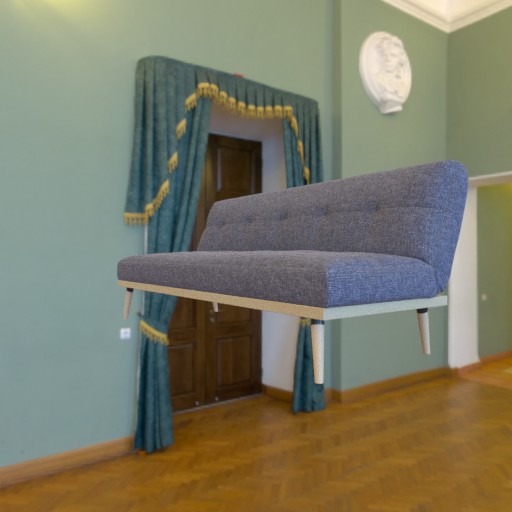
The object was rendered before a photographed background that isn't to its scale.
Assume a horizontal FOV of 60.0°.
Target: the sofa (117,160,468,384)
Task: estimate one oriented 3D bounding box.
[{"bbox_3d":[0.000,0.000,2.252,0.820,0.770,1.820,0,0,-36],"label":"sofa"}]
